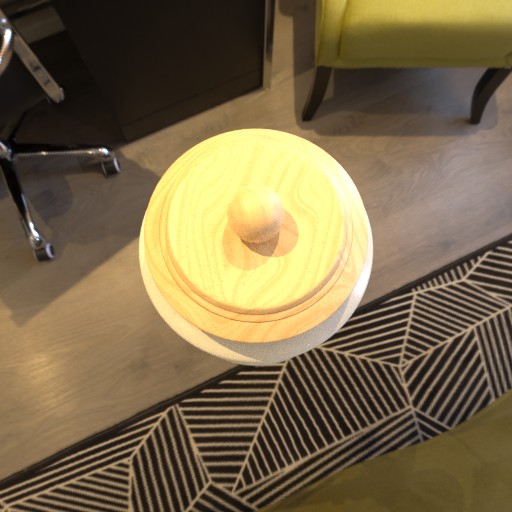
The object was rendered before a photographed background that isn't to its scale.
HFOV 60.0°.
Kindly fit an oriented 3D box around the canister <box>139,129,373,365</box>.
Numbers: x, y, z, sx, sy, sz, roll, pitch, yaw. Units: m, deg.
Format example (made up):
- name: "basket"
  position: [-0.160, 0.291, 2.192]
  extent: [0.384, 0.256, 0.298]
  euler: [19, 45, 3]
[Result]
- name: "canister"
  position: [0.000, 0.000, 0.274]
  extent: [0.130, 0.176, 0.130]
  euler: [0, 75, 0]
